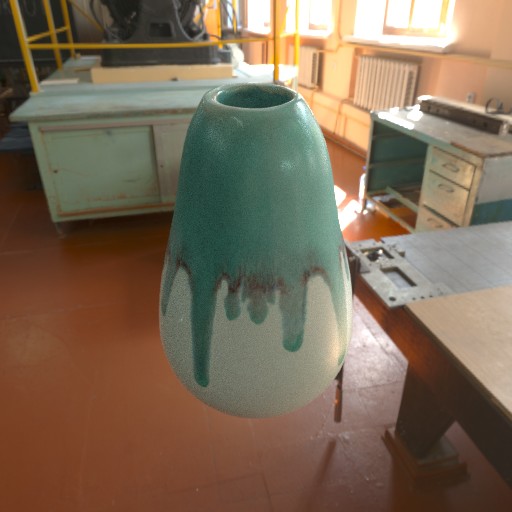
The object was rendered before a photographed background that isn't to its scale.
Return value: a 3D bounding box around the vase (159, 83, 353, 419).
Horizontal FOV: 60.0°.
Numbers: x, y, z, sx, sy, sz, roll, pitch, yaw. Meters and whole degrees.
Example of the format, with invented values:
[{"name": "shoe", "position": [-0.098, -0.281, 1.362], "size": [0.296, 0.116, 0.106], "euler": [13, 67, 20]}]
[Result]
[{"name": "vase", "position": [0.000, 0.000, 0.252], "size": [0.116, 0.179, 0.116], "euler": [0, 29, 0]}]
